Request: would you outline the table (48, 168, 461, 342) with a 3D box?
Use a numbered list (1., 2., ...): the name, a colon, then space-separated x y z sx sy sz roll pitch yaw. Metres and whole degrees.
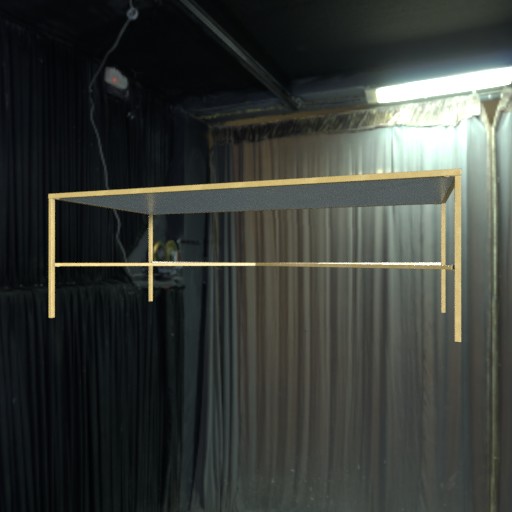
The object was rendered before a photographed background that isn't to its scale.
1. table: 0.000 0.000 1.490 1.206 0.398 0.580 0 0 20
